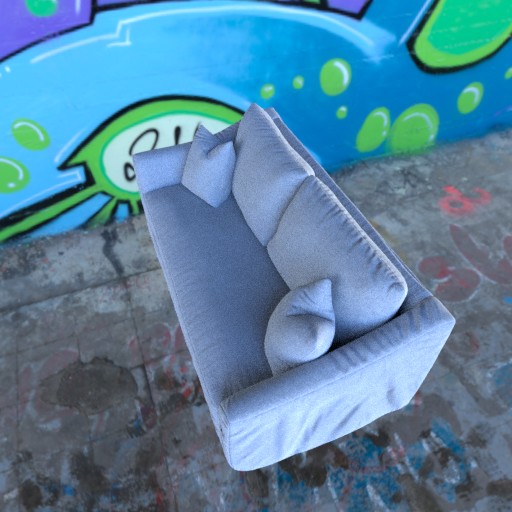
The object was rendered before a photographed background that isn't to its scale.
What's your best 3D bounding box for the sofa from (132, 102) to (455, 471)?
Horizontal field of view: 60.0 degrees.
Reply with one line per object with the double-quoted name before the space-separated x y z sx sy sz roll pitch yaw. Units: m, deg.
"sofa" 0.000 0.000 2.628 1.072 1.018 2.010 -16 48 -15
